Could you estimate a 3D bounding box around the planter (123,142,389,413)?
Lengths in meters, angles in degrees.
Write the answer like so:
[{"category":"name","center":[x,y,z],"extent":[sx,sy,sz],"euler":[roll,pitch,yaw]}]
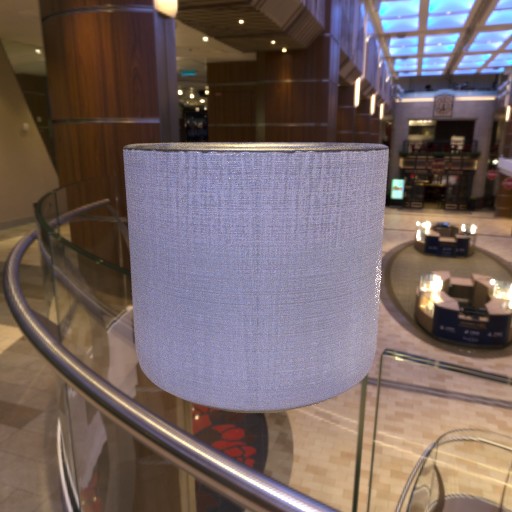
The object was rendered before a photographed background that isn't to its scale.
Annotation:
[{"category":"planter","center":[0.000,0.000,0.228],"extent":[0.125,0.112,0.125],"euler":[0,15,0]}]
